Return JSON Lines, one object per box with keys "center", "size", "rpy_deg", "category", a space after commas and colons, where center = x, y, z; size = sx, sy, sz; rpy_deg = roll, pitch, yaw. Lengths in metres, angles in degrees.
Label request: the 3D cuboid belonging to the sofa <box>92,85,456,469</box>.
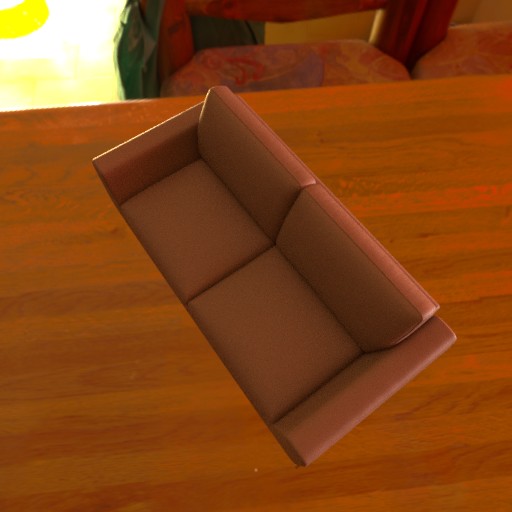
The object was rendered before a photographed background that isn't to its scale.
{"center": [0.000, 0.000, 2.503], "size": [0.953, 0.875, 2.017], "rpy_deg": [-33, 69, -15], "category": "sofa"}
